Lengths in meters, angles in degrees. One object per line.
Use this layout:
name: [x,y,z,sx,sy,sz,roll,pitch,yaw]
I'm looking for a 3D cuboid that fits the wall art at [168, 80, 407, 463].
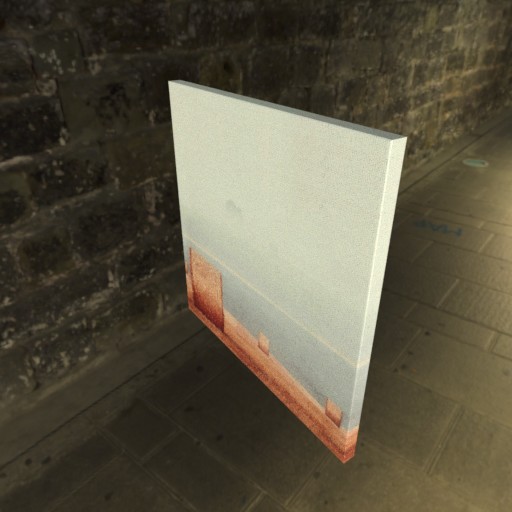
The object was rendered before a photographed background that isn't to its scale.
wall art: [0.000,0.000,0.902,0.034,0.605,0.605,-19,35,-31]
